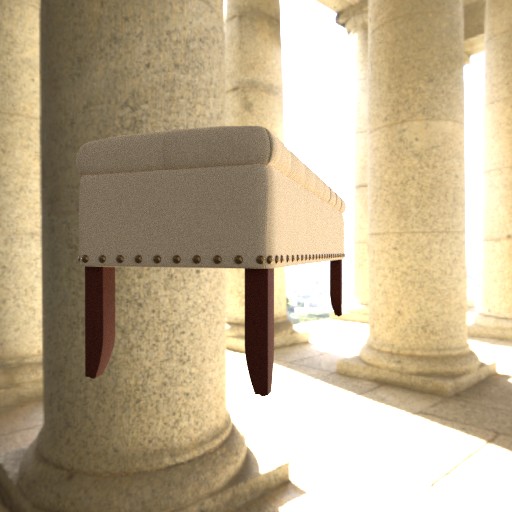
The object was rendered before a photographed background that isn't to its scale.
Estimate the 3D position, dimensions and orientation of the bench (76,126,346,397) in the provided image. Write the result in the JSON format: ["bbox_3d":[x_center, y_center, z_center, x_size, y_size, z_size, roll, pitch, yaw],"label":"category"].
[{"bbox_3d":[0.000,0.000,1.275,0.400,0.470,1.054,0,1,18],"label":"bench"}]
